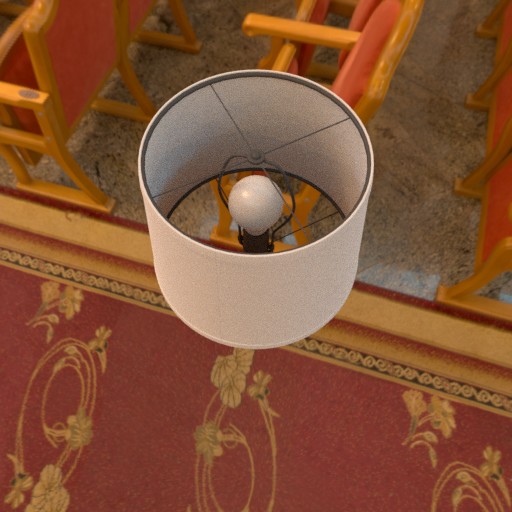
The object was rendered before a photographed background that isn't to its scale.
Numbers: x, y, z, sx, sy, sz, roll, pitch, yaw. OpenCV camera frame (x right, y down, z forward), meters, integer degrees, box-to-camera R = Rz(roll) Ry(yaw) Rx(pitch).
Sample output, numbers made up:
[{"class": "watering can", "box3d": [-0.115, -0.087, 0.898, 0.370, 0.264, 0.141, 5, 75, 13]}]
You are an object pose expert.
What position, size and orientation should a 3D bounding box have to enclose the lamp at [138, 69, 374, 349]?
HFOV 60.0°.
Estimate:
[{"class": "lamp", "box3d": [0.000, 0.000, 0.701, 0.310, 0.501, 0.310, 0, 64, 0]}]
